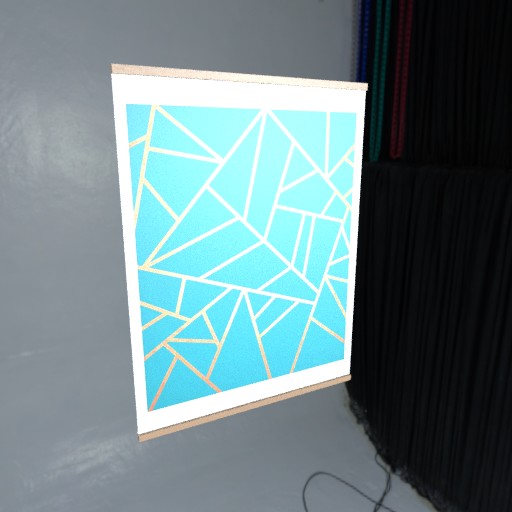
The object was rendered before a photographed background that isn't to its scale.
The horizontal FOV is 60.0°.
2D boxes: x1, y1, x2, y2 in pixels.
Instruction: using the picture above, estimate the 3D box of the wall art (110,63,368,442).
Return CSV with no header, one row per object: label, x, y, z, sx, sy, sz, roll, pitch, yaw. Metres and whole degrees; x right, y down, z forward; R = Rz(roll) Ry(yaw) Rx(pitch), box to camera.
wall art,0.000,0.000,0.798,0.459,0.608,0.012,-7,16,-26
